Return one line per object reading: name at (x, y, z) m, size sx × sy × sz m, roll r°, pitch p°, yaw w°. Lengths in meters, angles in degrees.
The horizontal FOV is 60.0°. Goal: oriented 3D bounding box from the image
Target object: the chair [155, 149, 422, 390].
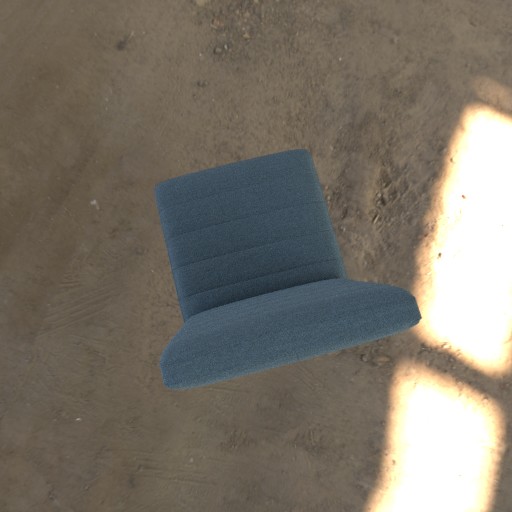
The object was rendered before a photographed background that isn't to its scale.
chair at (0.000, 0.000, 1.331) m, size 0.520 × 0.930 × 0.634 m, roll -14°, pitch 77°, yaw -3°
